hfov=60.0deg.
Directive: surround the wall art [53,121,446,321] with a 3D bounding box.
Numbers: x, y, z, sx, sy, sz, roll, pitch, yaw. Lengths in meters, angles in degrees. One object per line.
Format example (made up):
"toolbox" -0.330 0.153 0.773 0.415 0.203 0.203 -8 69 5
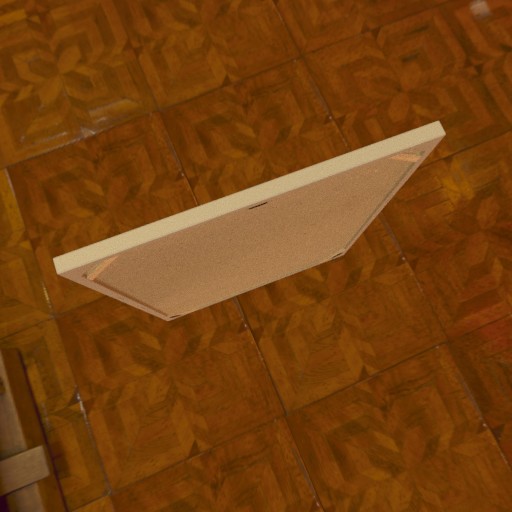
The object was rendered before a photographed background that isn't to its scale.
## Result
"wall art" 0.000 0.000 1.568 0.914 1.212 0.038 -20 78 -5
